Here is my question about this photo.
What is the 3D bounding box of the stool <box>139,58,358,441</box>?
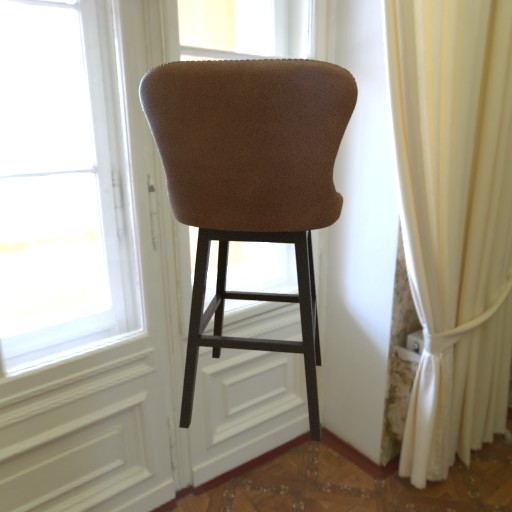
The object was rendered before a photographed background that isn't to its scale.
[{"bbox_3d":[0.000,0.000,1.364,0.528,1.050,0.601,2,17,8],"label":"stool"}]
